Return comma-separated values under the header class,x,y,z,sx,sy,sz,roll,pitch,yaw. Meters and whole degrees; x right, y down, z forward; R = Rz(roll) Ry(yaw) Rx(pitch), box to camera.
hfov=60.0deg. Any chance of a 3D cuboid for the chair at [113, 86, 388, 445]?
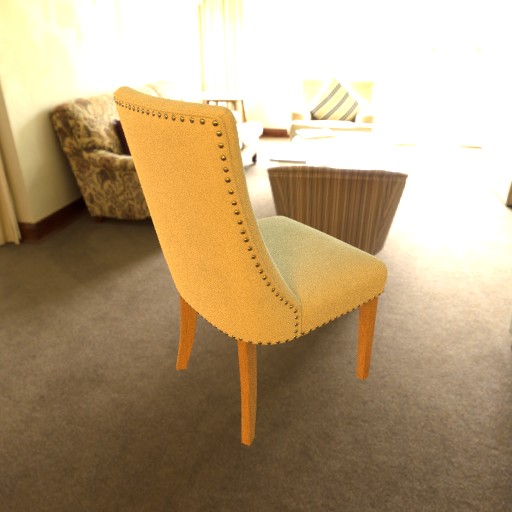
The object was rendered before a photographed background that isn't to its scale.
class,x,y,z,sx,sy,sz,roll,pitch,yaw
chair,0.000,0.000,1.257,0.610,0.902,0.495,-19,32,-33
